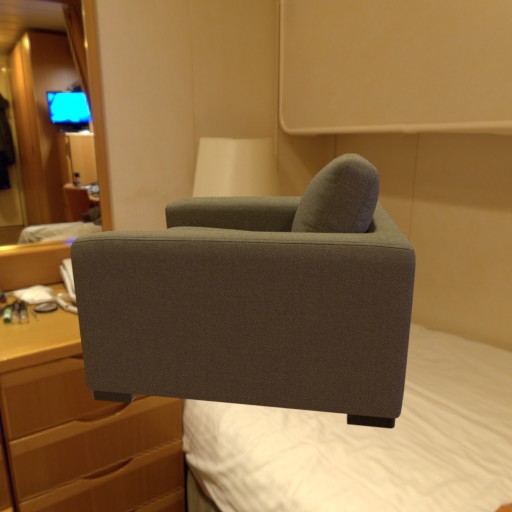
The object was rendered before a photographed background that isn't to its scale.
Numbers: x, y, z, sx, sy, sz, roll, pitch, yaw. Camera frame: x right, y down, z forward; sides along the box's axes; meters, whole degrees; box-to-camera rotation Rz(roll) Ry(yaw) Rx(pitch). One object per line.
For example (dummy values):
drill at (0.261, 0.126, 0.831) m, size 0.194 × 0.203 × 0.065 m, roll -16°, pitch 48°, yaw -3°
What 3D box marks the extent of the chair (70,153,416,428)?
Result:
chair at (0.000, 0.000, 1.885) m, size 1.100 × 0.847 × 1.070 m, roll 2°, pitch 15°, yaw 9°
